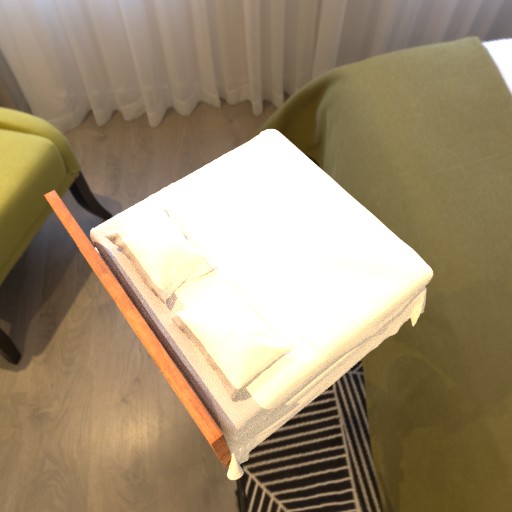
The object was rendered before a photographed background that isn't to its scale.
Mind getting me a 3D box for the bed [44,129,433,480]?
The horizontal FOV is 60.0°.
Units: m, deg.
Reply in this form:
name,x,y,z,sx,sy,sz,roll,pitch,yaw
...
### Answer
name,x,y,z,sx,sy,sz,roll,pitch,yaw
bed,0.000,0.000,3.465,2.165,1.158,2.255,-34,65,-18
